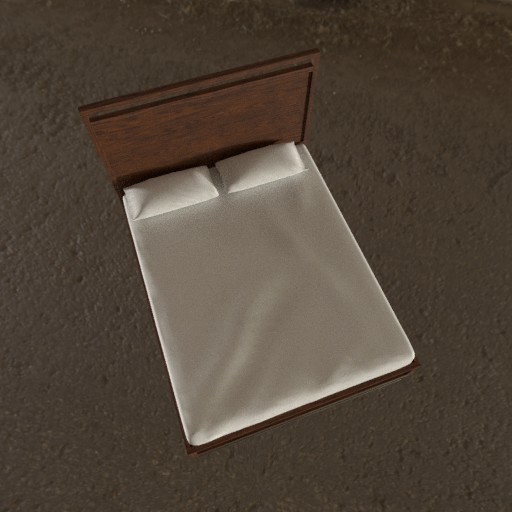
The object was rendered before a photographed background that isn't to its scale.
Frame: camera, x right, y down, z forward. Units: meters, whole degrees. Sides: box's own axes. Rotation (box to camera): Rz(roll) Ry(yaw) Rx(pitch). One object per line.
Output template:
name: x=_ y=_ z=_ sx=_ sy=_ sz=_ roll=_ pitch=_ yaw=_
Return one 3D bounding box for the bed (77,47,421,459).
bed: x=0.000 y=0.000 z=3.300 sx=1.765 sy=1.487 sz=2.218 roll=-18 pitch=64 yaw=-9
